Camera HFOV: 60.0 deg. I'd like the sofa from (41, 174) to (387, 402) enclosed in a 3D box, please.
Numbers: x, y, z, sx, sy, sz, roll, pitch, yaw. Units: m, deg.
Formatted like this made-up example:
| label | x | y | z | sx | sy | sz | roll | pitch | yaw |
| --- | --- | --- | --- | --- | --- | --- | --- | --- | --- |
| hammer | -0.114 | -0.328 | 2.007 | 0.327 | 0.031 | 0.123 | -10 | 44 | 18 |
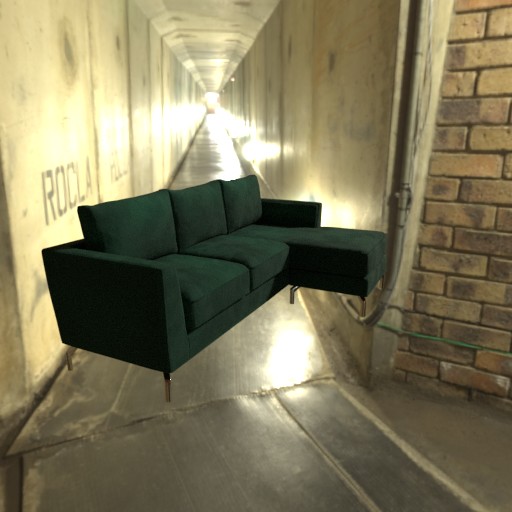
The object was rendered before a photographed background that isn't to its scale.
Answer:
| label | x | y | z | sx | sy | sz | roll | pitch | yaw |
| --- | --- | --- | --- | --- | --- | --- | --- | --- | --- |
| sofa | 0.000 | 0.000 | 3.263 | 1.489 | 1.007 | 2.441 | 7 | 17 | 26 |
